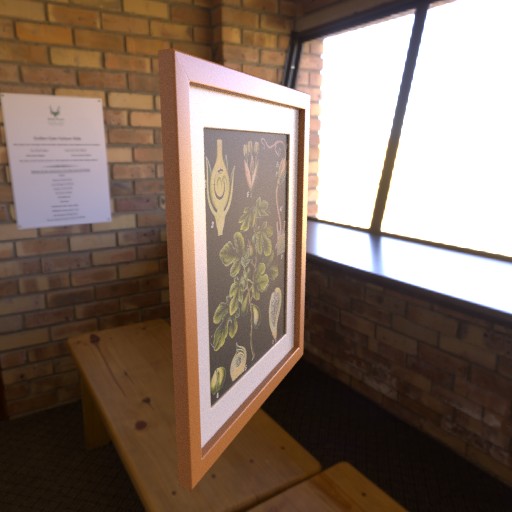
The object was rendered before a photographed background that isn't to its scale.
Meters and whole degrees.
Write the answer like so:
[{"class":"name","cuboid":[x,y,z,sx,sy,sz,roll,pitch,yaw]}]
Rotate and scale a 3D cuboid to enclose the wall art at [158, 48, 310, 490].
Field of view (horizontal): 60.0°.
[{"class":"wall art","cuboid":[0.000,0.000,0.504,0.015,0.379,0.310,6,15,25]}]
